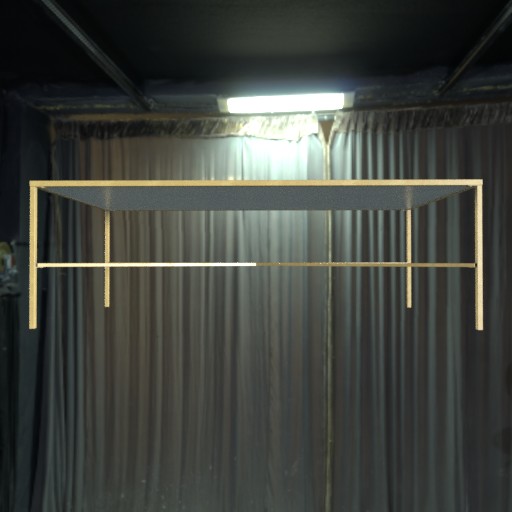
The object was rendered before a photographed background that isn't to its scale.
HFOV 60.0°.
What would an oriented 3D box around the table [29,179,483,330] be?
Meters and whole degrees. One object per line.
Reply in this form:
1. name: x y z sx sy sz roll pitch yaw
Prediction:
1. table: 0.000 0.000 1.468 1.206 0.398 0.580 0 -1 1
